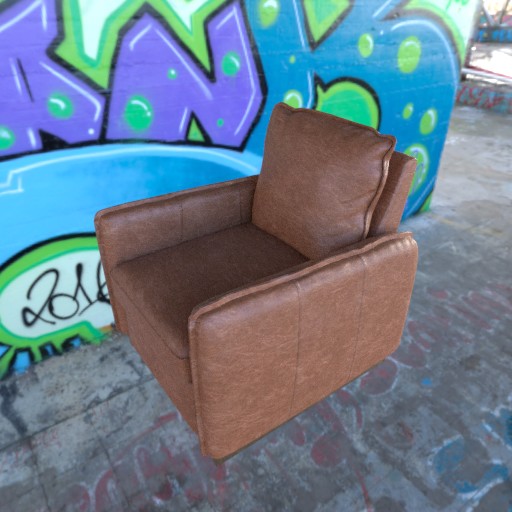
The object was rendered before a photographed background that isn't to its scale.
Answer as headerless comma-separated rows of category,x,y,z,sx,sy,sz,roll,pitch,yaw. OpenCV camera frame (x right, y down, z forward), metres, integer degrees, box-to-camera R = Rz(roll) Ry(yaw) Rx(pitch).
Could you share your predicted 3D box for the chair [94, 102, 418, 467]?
chair,0.000,0.000,1.610,0.922,0.922,0.830,-20,36,-30
